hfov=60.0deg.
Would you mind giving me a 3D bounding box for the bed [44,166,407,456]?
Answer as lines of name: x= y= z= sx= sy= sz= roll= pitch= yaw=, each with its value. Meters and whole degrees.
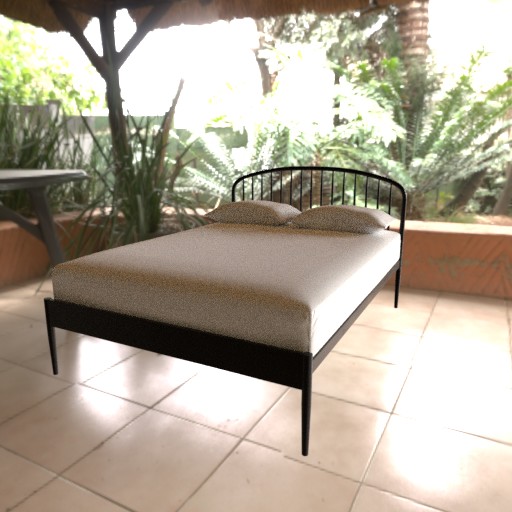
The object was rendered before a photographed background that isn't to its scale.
bed: x=0.000 y=0.000 z=3.058 sx=1.618 sy=1.166 sz=2.159 roll=7 pitch=14 yaw=27
